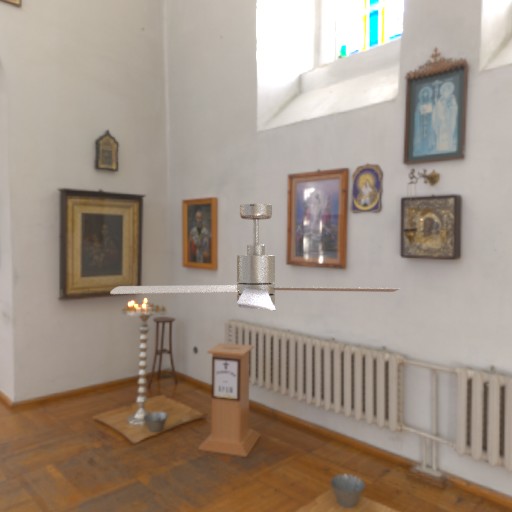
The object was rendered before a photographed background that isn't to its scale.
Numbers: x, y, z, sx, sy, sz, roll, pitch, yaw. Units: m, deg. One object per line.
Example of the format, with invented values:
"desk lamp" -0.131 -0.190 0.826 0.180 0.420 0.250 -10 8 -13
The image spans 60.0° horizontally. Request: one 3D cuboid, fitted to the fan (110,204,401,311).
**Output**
"fan" 0.000 0.000 2.374 1.525 0.539 1.525 0 0 1
